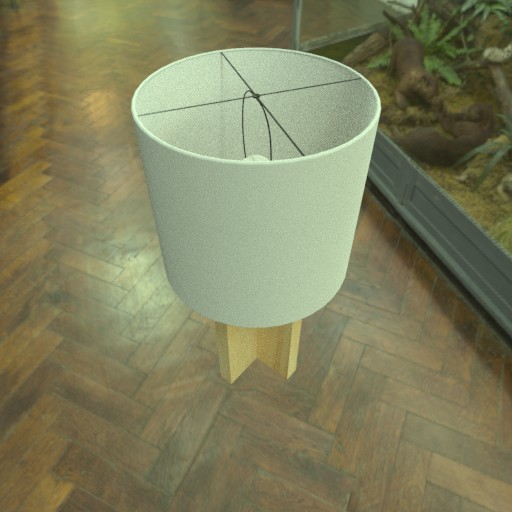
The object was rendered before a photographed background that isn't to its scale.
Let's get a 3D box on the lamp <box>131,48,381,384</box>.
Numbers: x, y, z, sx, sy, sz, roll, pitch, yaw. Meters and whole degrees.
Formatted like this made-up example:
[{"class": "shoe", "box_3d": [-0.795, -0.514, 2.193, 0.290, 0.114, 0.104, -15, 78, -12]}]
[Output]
[{"class": "lamp", "box_3d": [0.000, 0.000, 0.563, 0.229, 0.428, 0.229, 31, 53, 27]}]
